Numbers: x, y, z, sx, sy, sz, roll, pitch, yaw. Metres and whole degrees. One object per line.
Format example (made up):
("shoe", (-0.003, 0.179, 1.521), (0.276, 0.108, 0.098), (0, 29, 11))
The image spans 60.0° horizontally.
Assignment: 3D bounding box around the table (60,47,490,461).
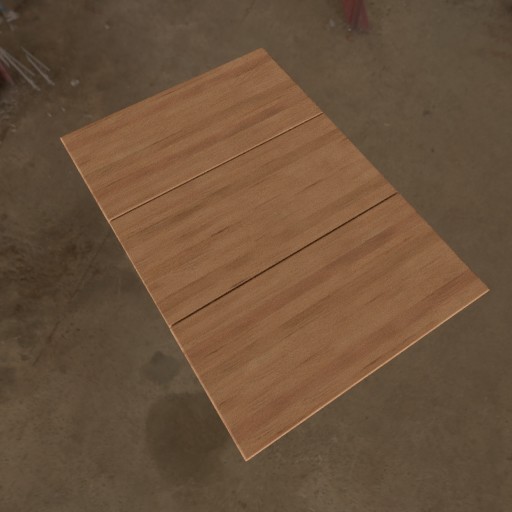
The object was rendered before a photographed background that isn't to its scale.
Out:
("table", (0.000, 0.000, 1.859), (0.900, 0.770, 1.300), (-30, 68, -14))
